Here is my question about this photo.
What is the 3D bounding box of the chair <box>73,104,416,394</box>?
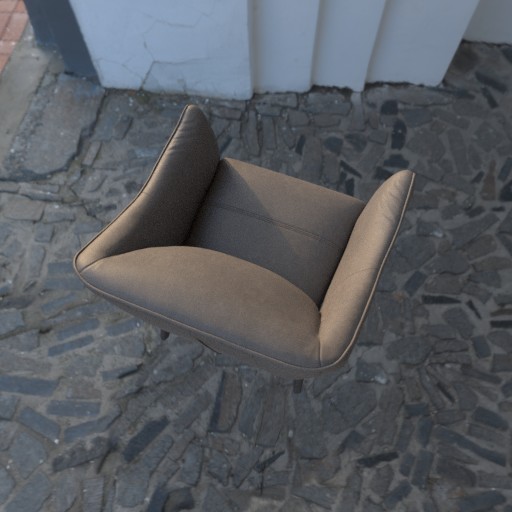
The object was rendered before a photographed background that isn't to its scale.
[{"bbox_3d":[0.000,0.000,1.564,0.871,0.830,0.852,20,65,10],"label":"chair"}]
